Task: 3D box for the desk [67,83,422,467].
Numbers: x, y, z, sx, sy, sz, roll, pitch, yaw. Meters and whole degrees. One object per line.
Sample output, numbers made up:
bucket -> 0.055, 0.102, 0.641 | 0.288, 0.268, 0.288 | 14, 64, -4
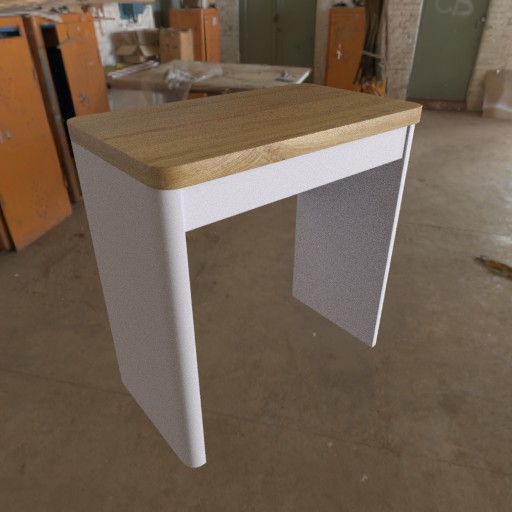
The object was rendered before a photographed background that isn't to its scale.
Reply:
desk -> 0.000, 0.000, 1.246 | 0.760, 0.790, 0.440 | -23, 37, -33
